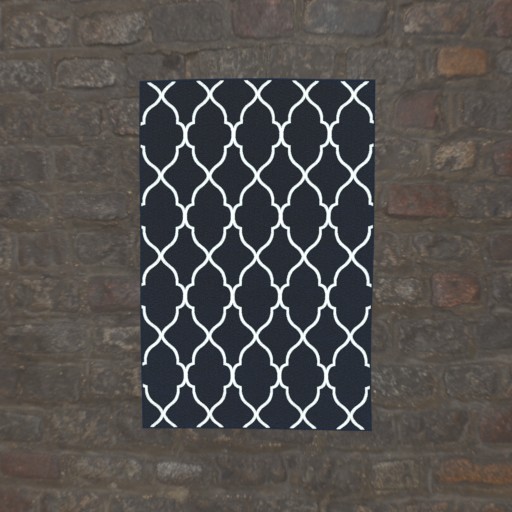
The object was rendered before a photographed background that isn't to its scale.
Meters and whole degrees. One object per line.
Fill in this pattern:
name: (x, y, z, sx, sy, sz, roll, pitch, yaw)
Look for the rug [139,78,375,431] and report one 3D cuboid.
rug: (0.000, 0.000, 2.890, 1.528, 0.014, 2.294, 0, 92, 2)
